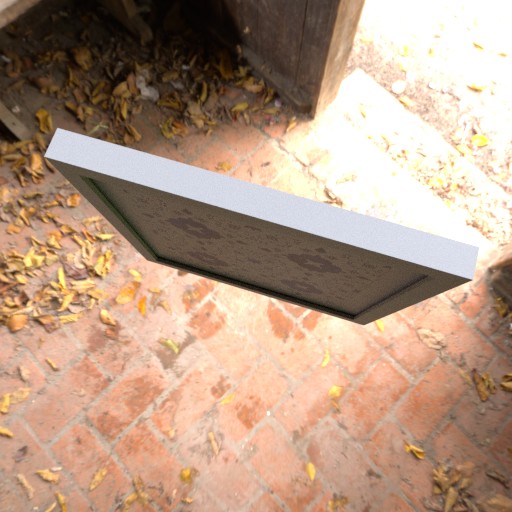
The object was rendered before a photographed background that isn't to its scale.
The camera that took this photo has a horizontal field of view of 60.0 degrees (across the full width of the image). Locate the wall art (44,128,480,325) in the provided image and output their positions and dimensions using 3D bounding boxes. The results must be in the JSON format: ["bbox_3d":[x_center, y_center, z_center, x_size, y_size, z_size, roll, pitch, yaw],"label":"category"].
[{"bbox_3d":[0.000,0.000,0.525,0.355,0.355,0.027,16,76,4],"label":"wall art"}]
